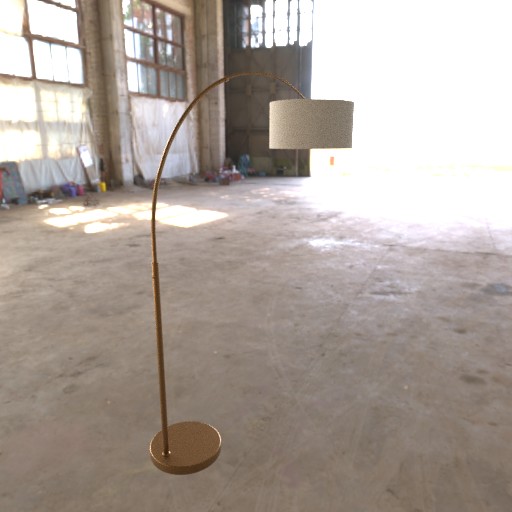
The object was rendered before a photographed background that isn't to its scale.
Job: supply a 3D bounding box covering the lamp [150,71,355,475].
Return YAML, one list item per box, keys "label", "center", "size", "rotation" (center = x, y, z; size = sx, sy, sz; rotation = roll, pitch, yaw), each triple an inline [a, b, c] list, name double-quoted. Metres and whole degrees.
- label: "lamp"
  center: [0.000, 0.000, 2.480]
  size: [0.493, 1.927, 1.434]
  rotation: [13, 20, 42]
